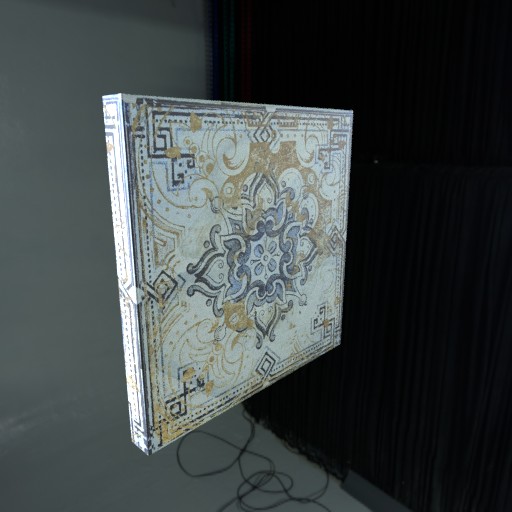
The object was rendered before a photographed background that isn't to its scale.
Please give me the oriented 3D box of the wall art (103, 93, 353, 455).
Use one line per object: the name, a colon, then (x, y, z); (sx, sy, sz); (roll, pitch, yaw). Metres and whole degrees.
wall art: (0.000, 0.000, 0.633); (0.038, 0.410, 0.411); (14, 21, 42)
